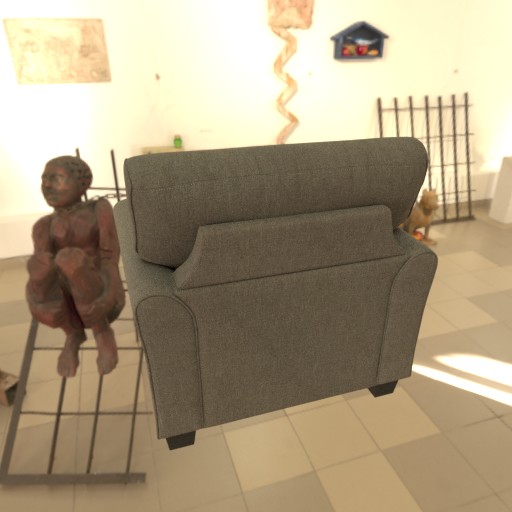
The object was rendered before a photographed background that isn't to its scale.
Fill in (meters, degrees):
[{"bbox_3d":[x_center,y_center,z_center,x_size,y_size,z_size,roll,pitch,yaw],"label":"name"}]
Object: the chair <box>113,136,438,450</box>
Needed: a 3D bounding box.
[{"bbox_3d":[0.000,0.000,1.605,0.941,0.890,0.816,-8,27,-16],"label":"chair"}]
